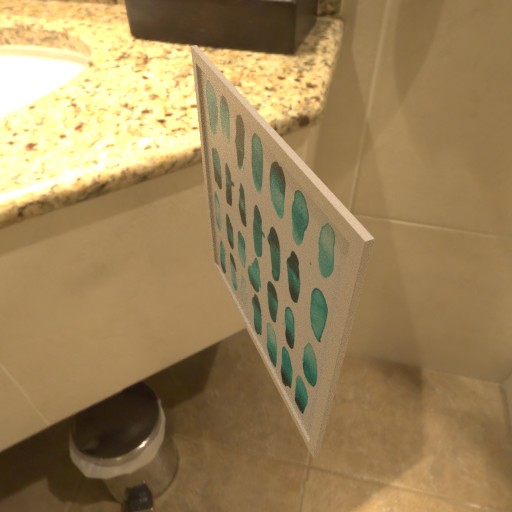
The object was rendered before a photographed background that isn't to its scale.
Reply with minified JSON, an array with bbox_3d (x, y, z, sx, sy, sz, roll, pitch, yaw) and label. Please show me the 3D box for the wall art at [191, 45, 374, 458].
[{"bbox_3d":[0.000,0.000,0.666,0.009,0.457,0.456,-17,48,-16],"label":"wall art"}]
